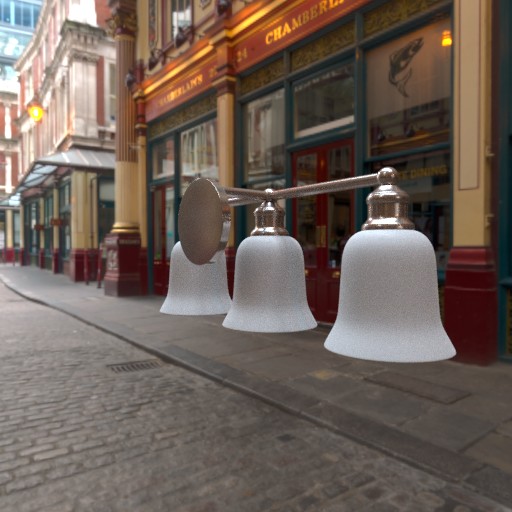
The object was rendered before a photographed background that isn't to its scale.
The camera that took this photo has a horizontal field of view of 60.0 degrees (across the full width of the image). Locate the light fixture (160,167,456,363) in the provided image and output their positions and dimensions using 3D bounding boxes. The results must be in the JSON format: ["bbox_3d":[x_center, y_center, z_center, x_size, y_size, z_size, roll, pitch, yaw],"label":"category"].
[{"bbox_3d":[0.000,0.000,0.663,0.198,0.211,0.570,0,0,-38],"label":"light fixture"}]
